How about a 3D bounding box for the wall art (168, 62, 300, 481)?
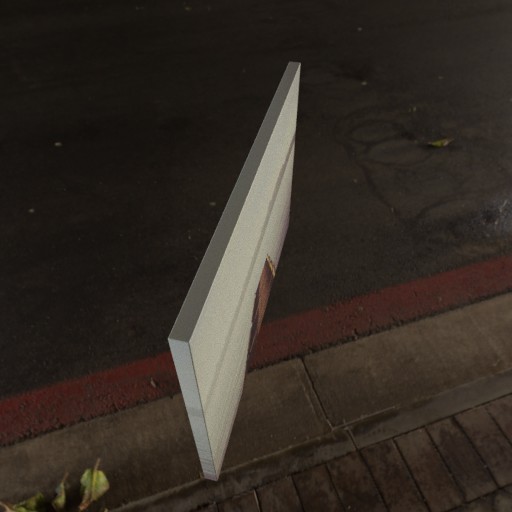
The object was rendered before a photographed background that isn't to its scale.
[{"bbox_3d":[0.000,0.000,0.764,0.021,0.410,0.615,10,48,9],"label":"wall art"}]
